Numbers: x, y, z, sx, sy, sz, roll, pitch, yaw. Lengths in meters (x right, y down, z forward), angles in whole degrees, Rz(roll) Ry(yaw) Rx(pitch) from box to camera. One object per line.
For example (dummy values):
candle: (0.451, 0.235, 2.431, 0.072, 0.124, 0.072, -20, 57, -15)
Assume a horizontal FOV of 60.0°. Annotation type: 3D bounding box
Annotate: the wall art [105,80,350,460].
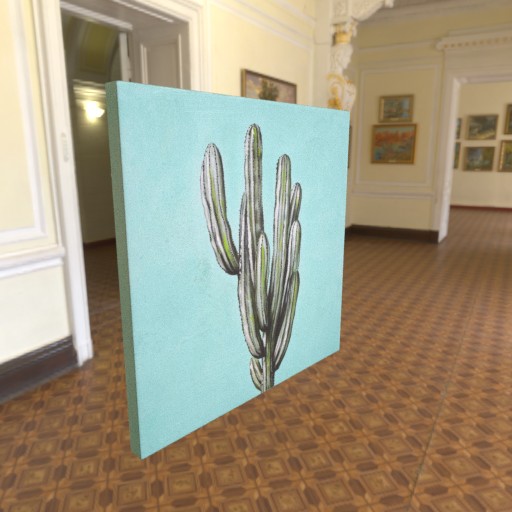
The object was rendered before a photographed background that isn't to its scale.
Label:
wall art: (0.000, 0.000, 1.609, 0.070, 1.073, 1.071, 12, 17, 42)
